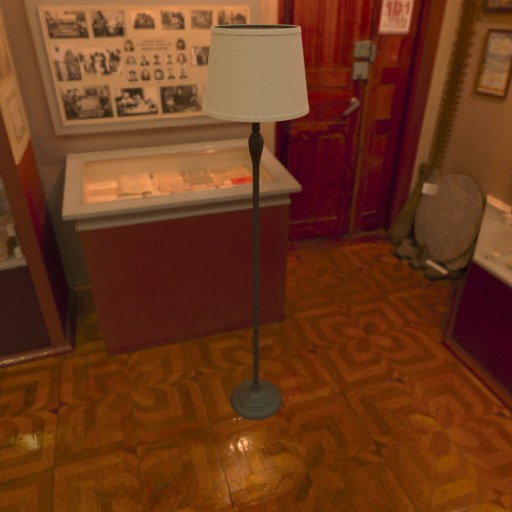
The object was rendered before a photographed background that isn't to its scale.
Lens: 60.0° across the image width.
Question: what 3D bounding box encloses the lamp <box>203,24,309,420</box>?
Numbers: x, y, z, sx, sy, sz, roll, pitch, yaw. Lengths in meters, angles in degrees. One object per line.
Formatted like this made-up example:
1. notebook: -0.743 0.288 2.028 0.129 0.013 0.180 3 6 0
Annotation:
1. lamp: 0.000 0.000 1.636 0.327 1.506 0.327 -8 31 -14
